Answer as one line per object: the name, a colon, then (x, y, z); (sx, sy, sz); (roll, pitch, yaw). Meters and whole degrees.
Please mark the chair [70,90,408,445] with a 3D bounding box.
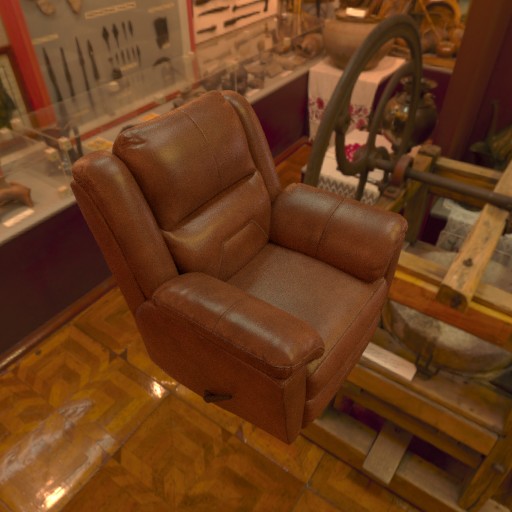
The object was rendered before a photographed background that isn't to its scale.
chair: (0.000, 0.000, 1.903); (1.041, 1.093, 0.990); (26, 48, 27)
